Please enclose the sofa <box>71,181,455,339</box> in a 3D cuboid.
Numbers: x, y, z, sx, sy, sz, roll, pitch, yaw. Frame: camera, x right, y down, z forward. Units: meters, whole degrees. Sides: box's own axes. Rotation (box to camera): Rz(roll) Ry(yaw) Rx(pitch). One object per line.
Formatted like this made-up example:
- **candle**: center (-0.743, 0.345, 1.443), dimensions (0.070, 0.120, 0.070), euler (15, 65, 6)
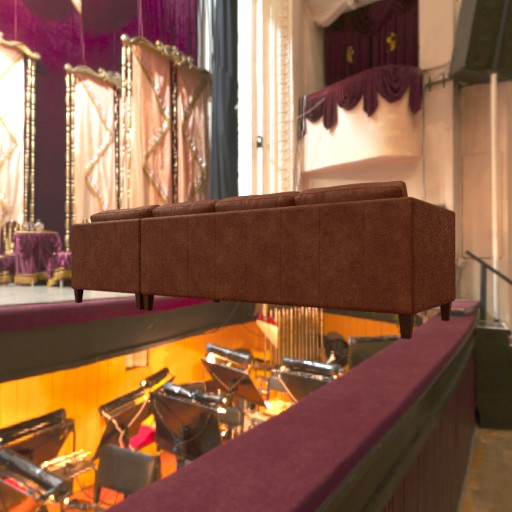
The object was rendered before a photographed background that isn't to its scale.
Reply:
- **sofa**: center (0.000, 0.000, 3.872), dimensions (3.203, 0.883, 1.581), euler (0, 0, 37)
